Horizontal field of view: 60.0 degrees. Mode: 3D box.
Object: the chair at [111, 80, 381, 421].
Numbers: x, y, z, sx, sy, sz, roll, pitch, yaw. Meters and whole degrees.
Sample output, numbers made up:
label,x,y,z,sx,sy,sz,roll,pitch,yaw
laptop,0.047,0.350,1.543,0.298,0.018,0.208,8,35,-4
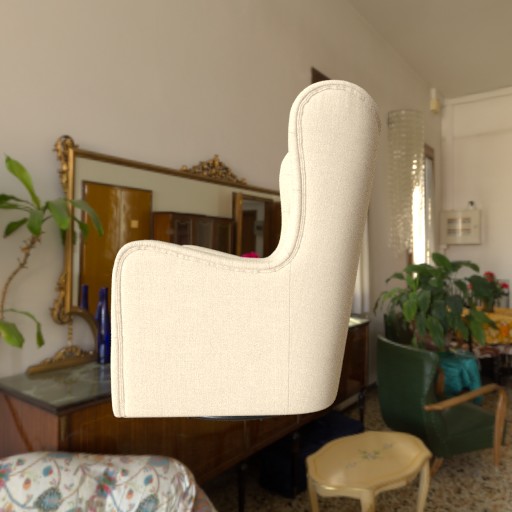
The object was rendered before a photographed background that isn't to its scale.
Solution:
label,x,y,z,sx,sy,sz,roll,pitch,yaw
chair,0.000,0.000,1.752,0.929,1.079,0.831,0,0,1
